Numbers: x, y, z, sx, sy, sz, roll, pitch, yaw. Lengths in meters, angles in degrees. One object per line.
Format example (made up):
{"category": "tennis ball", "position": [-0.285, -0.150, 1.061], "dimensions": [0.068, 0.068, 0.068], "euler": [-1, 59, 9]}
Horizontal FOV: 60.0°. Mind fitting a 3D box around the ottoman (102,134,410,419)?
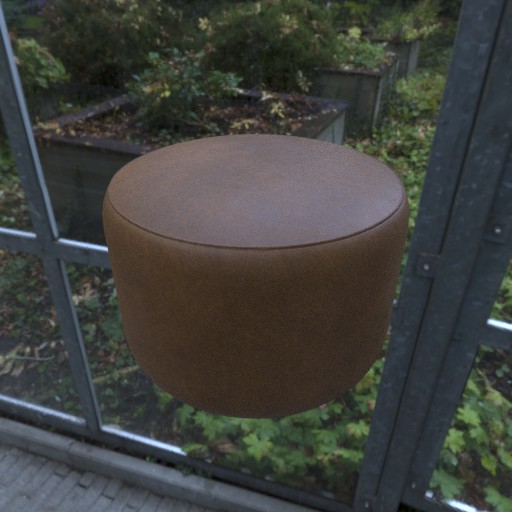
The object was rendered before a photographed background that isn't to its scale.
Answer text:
{"category": "ottoman", "position": [0.000, 0.000, 0.983], "dimensions": [0.607, 0.438, 0.607], "euler": [0, 31, 0]}
